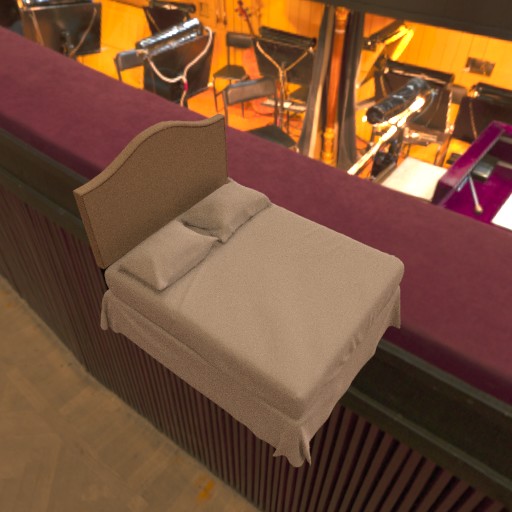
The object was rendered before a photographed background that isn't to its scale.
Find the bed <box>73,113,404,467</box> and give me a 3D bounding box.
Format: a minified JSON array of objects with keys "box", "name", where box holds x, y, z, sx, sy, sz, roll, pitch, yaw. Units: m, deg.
[{"box":[0.000,0.000,3.577,2.221,1.645,1.876,27,49,27],"name":"bed"}]
